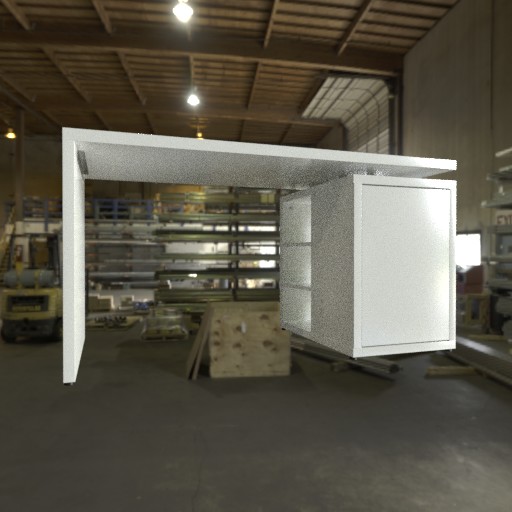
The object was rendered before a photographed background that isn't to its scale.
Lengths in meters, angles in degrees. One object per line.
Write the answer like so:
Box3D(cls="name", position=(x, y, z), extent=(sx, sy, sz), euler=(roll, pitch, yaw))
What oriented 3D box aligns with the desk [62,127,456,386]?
Box3D(cls="desk", position=(0.000, 0.000, 1.815), extent=(1.400, 0.740, 0.690), euler=(0, 0, -19))
